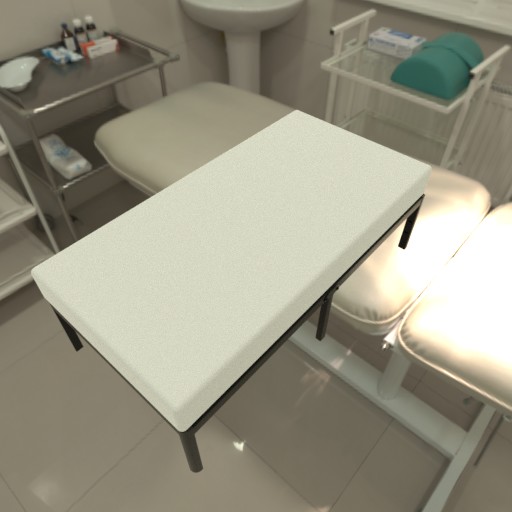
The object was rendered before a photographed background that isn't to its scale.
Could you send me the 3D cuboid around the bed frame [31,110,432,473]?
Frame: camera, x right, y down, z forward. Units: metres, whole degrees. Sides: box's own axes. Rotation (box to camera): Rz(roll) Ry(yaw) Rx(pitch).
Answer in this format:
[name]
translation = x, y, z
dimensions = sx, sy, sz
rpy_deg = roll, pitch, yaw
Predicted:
[bed frame]
translation = 0.000, 0.000, 2.495
dimensions = 1.023, 0.659, 1.950
rpy_deg = 33, 55, 27
